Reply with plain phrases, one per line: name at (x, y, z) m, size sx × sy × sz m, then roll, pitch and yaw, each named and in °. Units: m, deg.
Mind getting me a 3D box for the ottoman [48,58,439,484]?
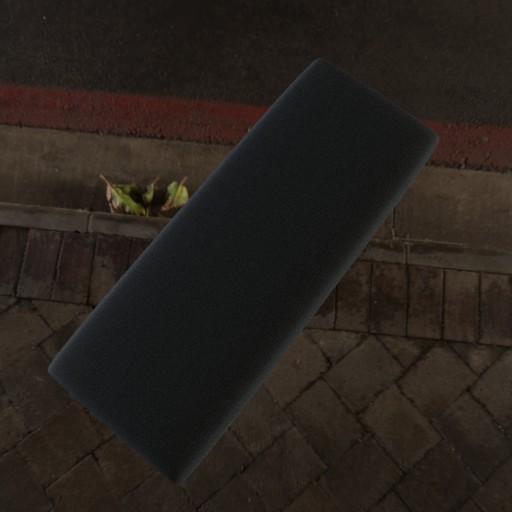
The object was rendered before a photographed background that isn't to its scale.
ottoman at (0.000, 0.000, 1.794) m, size 0.646 × 0.393 × 1.609 m, roll 37°, pitch 79°, yaw 9°
